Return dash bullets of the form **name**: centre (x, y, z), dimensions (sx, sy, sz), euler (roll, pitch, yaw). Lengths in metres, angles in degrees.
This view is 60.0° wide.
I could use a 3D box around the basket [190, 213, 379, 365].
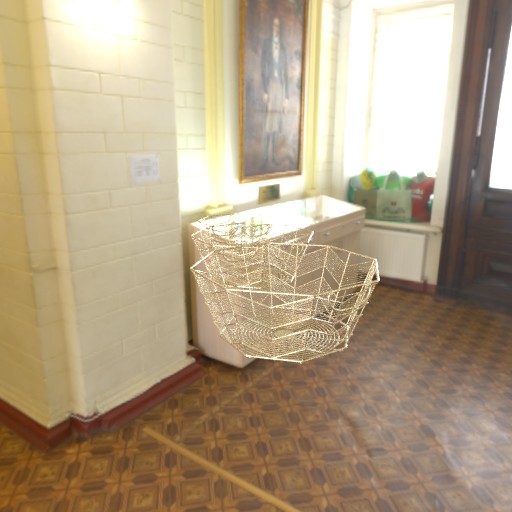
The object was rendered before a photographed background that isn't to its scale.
- **basket**: centre (0.000, 0.000, 1.412), dimensions (0.432, 0.178, 1.246), euler (-2, 15, -9)
